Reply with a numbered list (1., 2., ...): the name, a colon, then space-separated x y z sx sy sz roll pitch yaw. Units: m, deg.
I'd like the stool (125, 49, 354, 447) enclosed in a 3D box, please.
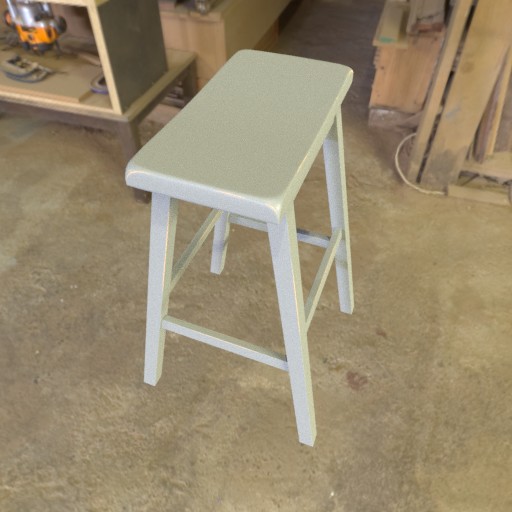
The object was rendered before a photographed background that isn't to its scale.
1. stool: 0.000 0.000 1.020 0.476 0.737 0.457 16 49 14
